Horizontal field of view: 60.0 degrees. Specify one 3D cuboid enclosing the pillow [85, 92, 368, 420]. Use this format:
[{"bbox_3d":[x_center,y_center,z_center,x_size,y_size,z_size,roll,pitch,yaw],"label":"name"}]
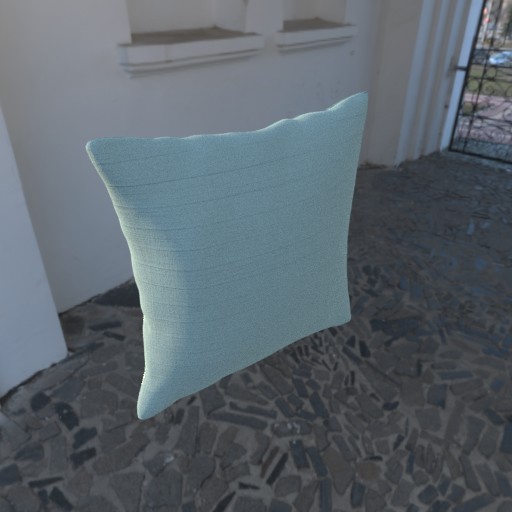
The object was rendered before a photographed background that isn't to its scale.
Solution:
[{"bbox_3d":[0.000,0.000,0.727,0.470,0.464,0.175,-20,36,-30],"label":"pillow"}]
